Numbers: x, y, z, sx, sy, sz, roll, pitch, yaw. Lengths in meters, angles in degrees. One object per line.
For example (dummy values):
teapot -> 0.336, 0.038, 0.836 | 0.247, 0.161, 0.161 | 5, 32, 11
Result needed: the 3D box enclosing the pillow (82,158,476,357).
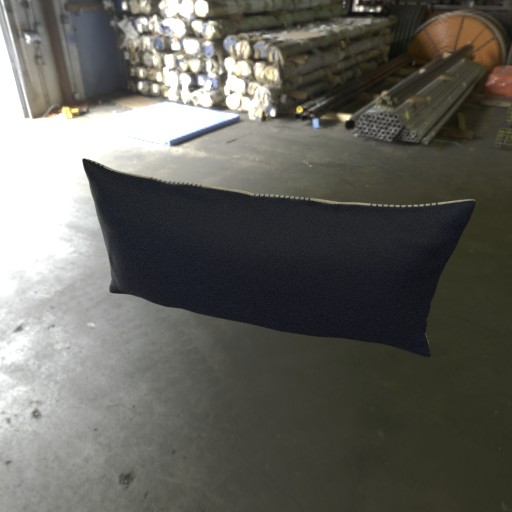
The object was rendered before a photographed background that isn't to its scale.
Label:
pillow -> 0.000, 0.000, 0.738 | 0.610, 0.287, 0.151 | 9, 33, 14
